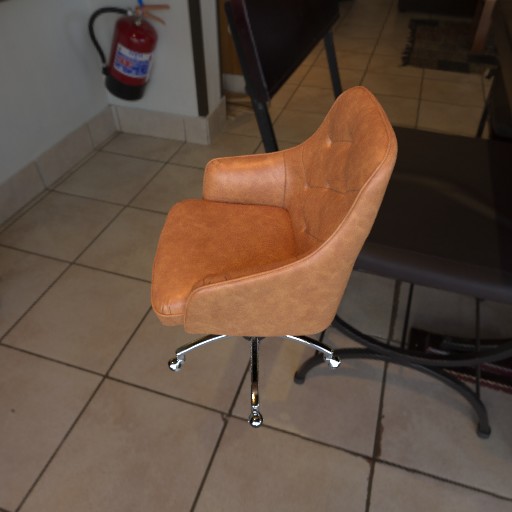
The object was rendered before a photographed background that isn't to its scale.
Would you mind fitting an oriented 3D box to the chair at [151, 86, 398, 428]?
[{"bbox_3d":[0.000,0.000,1.326,0.615,0.909,0.628,0,41,-1],"label":"chair"}]
